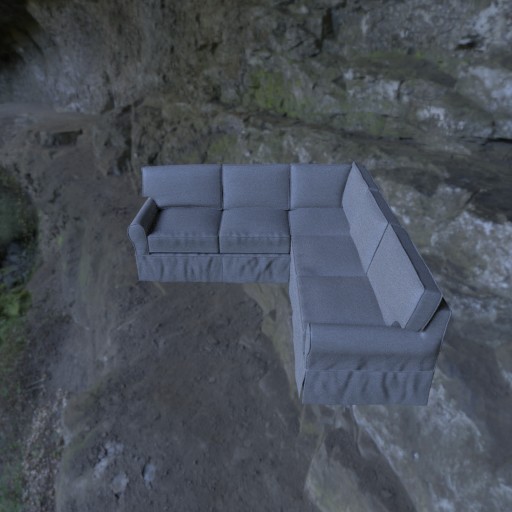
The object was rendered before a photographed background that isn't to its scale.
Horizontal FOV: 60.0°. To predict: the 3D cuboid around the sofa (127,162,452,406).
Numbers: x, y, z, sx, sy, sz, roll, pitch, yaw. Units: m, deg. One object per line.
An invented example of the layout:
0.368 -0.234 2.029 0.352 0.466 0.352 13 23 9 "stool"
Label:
0.000 0.000 4.164 2.618 1.081 2.623 0 30 1 "sofa"
